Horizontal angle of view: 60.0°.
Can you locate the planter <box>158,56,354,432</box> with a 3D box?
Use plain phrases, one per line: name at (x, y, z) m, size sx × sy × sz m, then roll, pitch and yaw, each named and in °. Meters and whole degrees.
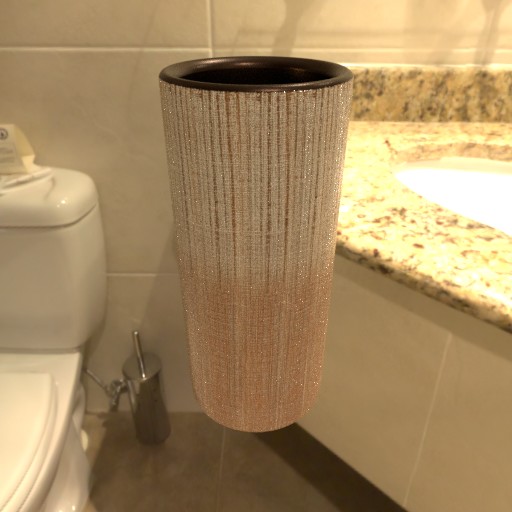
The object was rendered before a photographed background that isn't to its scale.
planter at (0.000, 0.000, 0.288) m, size 0.100 × 0.227 × 0.100 m, roll -21°, pitch 37°, yaw -30°
